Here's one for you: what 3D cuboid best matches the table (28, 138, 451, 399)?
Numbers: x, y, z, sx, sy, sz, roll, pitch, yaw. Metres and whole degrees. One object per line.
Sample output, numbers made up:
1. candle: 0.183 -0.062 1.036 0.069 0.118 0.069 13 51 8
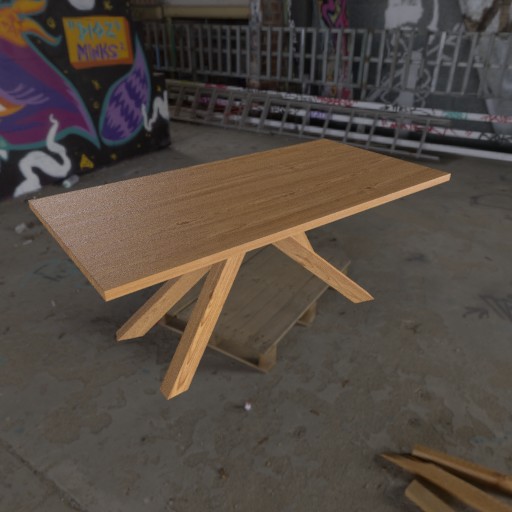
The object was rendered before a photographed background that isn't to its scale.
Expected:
1. table: 0.000 0.000 2.264 1.797 0.750 0.901 -20 34 -32
